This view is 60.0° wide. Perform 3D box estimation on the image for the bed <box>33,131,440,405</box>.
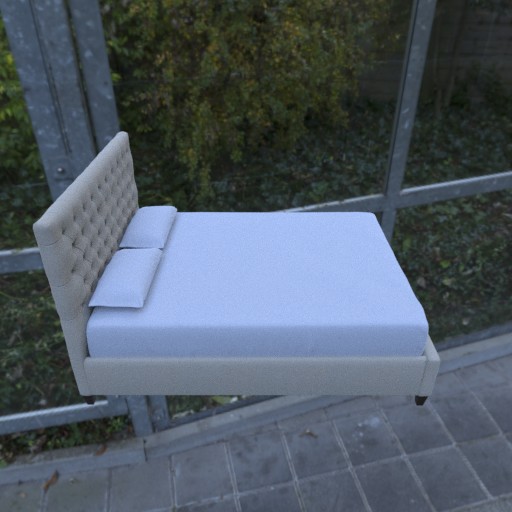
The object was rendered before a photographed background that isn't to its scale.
[{"bbox_3d":[0.000,0.000,3.389,2.387,1.427,1.698,0,32,0],"label":"bed"}]
